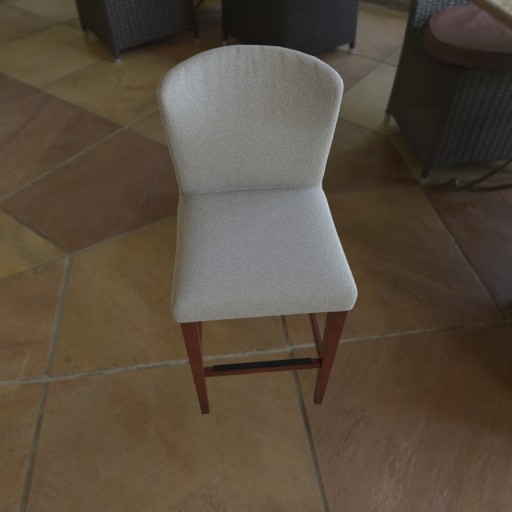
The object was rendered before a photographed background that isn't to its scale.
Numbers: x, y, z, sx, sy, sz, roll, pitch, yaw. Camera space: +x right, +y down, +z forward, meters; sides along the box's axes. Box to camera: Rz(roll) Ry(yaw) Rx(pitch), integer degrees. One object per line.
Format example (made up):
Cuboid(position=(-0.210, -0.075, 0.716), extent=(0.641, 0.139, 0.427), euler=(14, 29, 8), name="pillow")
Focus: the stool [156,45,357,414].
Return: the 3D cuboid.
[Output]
Cuboid(position=(0.000, 0.000, 1.382), extent=(0.479, 1.069, 0.568), euler=(-4, 47, -4), name="stool")
